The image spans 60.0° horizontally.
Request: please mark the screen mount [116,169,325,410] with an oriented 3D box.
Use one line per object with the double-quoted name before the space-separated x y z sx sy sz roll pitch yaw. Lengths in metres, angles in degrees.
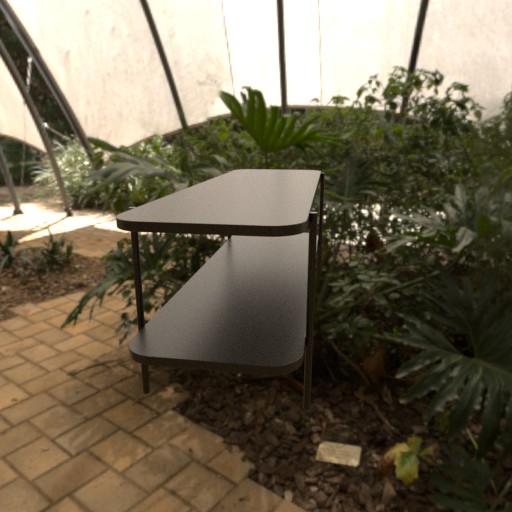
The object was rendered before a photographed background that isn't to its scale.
"screen mount" 0.000 0.000 1.406 0.400 0.447 1.200 3 16 9
